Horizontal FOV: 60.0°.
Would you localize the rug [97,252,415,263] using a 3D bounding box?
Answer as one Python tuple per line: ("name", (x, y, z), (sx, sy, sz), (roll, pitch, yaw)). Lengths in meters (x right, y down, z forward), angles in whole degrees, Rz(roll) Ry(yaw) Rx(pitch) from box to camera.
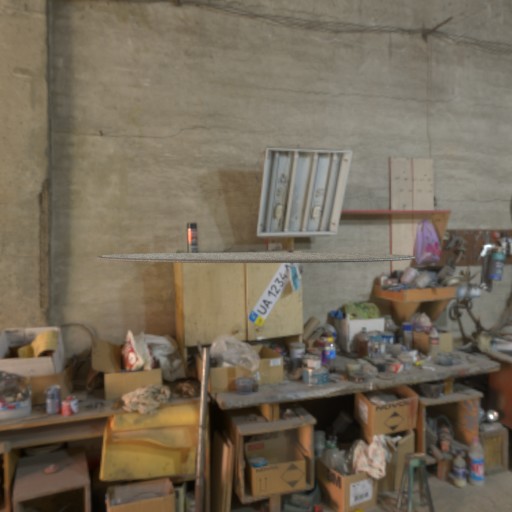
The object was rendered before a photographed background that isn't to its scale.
("rug", (0.000, 0.000, 2.357), (1.593, 0.012, 1.593), (0, 1, 0))
